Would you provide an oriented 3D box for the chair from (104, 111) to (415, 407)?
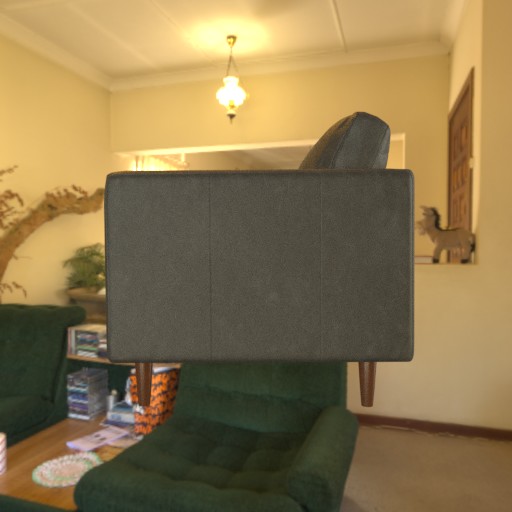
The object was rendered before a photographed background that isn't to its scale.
[{"bbox_3d":[0.000,0.000,1.597,0.879,0.898,0.831,0,2,0],"label":"chair"}]
